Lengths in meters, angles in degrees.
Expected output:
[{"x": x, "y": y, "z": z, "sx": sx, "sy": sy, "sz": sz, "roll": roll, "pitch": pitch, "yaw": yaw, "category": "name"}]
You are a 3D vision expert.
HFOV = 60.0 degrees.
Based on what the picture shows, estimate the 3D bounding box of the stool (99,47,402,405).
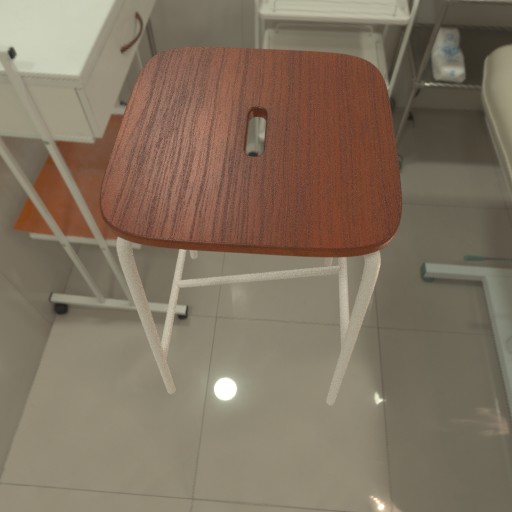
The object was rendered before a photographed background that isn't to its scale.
[{"x": 0.000, "y": 0.000, "z": 0.831, "sx": 0.376, "sy": 0.610, "sz": 0.376, "roll": 3, "pitch": 58, "yaw": 2, "category": "stool"}]
